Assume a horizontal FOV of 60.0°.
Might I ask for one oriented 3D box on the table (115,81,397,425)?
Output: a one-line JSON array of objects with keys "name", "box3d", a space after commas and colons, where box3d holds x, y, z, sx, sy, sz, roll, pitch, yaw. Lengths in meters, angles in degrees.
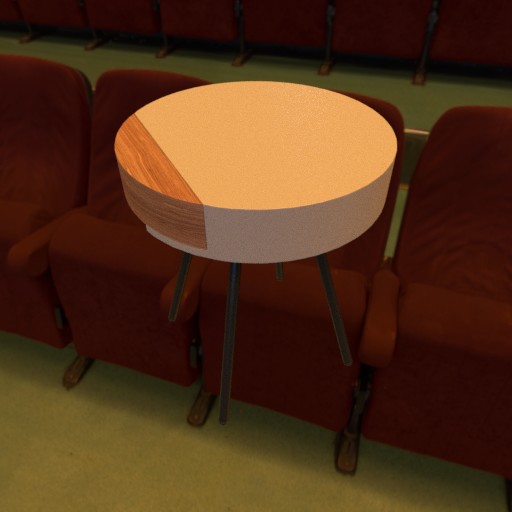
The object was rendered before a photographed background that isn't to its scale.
[{"name": "table", "box3d": [0.000, 0.000, 0.870, 0.450, 0.525, 0.450, 0, 41, 0]}]
